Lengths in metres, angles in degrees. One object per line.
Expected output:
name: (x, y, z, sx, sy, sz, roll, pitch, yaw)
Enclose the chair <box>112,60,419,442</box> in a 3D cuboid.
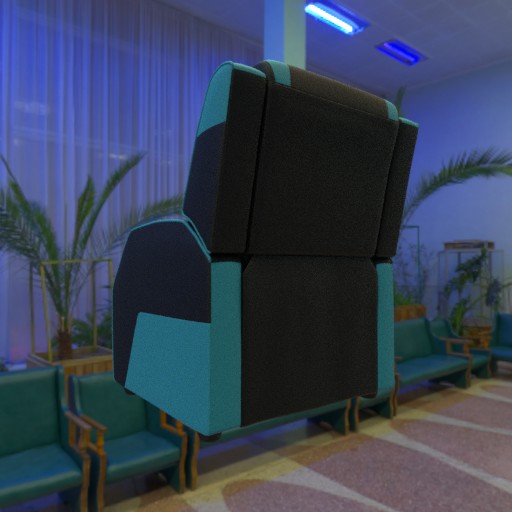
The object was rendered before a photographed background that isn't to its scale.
chair: (0.000, 0.000, 1.268, 0.620, 0.805, 0.672, 1, -2, -37)
